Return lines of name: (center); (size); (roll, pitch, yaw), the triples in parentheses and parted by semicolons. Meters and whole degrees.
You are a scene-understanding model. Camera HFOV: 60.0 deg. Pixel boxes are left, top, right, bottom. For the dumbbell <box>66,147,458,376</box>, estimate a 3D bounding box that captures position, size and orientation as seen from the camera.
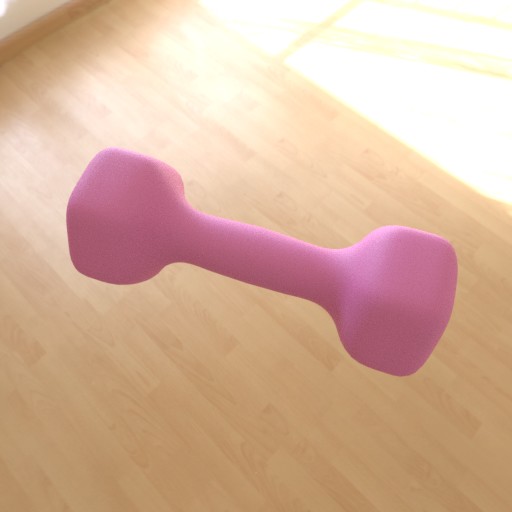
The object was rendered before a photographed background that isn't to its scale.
dumbbell: (0.000, 0.000, 0.191); (0.159, 0.058, 0.064); (17, 65, 8)
